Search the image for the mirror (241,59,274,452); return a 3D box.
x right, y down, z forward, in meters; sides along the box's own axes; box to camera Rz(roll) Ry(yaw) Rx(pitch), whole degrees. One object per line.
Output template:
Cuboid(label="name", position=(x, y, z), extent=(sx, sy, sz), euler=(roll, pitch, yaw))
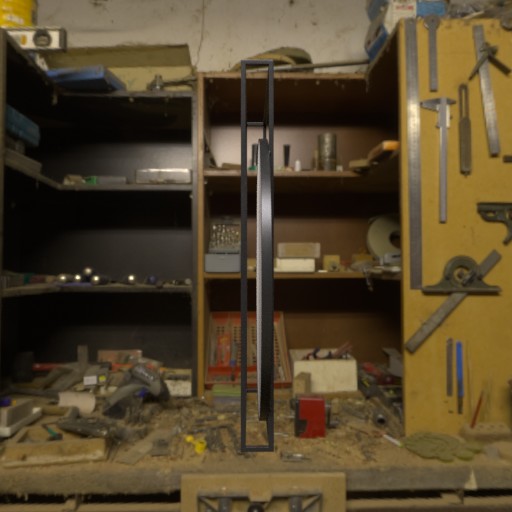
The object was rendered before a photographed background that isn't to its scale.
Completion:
Cuboid(label="mirror", position=(0.000, 0.000, 0.839), extent=(0.051, 0.603, 0.508), euler=(0, -1, -1))
